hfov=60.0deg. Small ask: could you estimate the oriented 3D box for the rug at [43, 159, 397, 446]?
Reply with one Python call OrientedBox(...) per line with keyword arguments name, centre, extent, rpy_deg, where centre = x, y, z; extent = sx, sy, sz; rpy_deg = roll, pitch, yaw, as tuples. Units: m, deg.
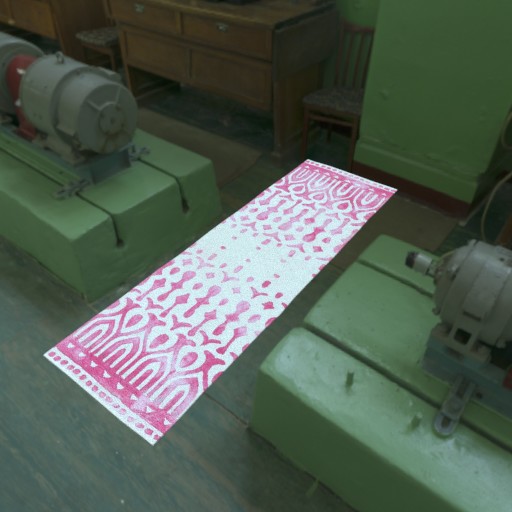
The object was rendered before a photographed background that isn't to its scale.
OrientedBox(name="rug", centre=(0.000, 0.000, 2.745), extent=(0.787, 0.011, 2.458), rpy_deg=(27, 48, 27))
